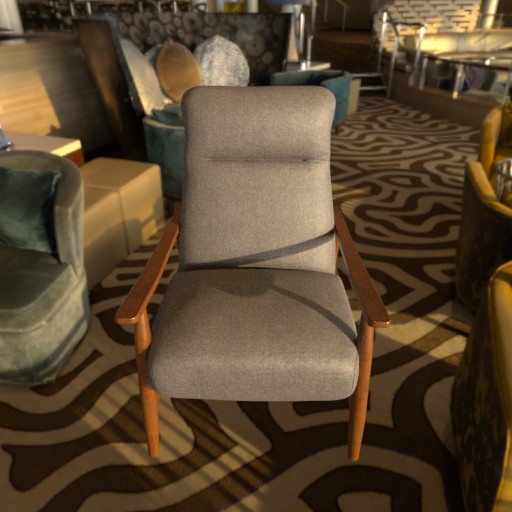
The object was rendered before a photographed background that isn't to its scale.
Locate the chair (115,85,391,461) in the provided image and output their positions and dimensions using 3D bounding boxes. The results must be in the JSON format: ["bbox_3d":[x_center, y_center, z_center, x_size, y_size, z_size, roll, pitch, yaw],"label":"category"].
[{"bbox_3d":[0.000,0.000,1.689,0.762,1.081,1.014,1,30,1],"label":"chair"}]
